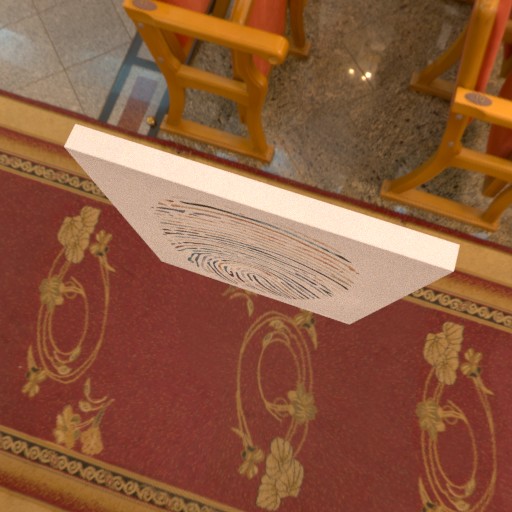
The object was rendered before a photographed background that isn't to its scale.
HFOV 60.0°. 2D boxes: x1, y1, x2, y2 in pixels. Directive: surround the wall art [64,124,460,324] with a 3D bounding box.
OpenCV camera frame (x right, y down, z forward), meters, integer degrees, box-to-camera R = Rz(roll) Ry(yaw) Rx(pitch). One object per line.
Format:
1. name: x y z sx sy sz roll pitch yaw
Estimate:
1. wall art: 0.000 0.000 0.844 0.508 0.606 0.037 18 76 5
